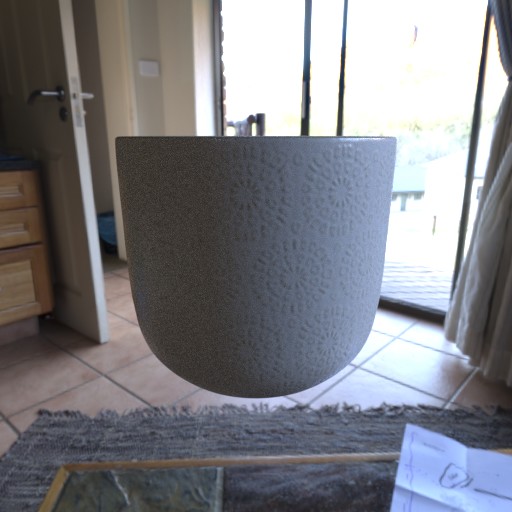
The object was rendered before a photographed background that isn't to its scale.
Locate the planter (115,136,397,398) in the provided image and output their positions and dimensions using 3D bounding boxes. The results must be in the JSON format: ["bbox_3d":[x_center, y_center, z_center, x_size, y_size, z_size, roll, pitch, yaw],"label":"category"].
[{"bbox_3d":[0.000,0.000,0.365,0.208,0.190,0.208,0,15,0],"label":"planter"}]
